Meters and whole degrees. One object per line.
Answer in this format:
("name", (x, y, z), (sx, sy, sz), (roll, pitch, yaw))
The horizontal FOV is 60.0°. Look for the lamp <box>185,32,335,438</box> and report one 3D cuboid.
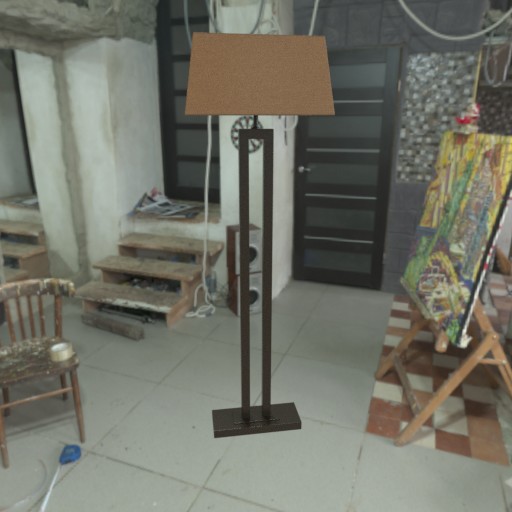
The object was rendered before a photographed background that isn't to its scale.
("lamp", (0.000, 0.000, 1.642), (0.475, 1.469, 0.233), (-3, 18, -8))
